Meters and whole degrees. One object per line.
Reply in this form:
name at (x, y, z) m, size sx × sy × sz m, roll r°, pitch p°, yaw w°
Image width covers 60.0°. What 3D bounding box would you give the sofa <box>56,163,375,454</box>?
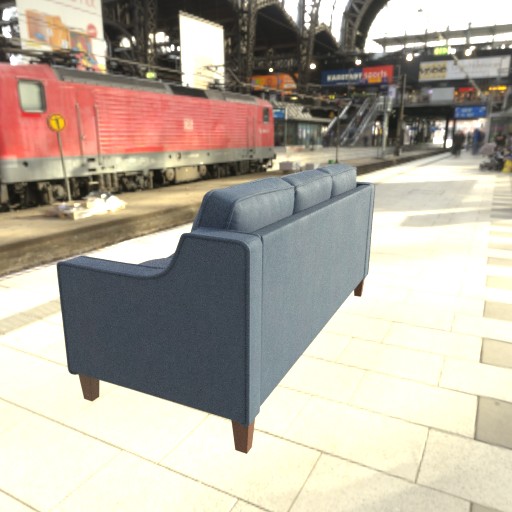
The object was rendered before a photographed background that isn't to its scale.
sofa at (0.000, 0.000, 2.535) m, size 0.911 × 0.974 × 1.986 m, roll 7°, pitch 17°, yaw 25°
